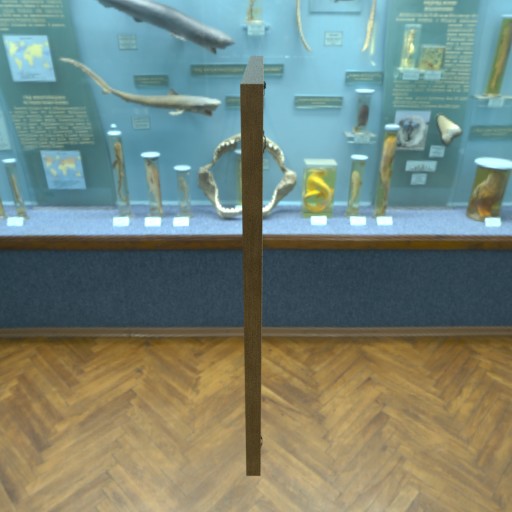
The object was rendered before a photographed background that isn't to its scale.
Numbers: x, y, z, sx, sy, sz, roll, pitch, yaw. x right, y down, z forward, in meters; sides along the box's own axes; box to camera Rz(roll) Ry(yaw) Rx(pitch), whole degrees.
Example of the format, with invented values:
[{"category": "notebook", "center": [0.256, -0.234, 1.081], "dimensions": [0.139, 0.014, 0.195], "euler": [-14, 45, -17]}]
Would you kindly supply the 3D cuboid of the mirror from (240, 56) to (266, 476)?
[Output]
[{"category": "mirror", "center": [0.000, 0.000, 1.156], "dimensions": [0.040, 0.915, 0.609], "euler": [0, 28, 1]}]
